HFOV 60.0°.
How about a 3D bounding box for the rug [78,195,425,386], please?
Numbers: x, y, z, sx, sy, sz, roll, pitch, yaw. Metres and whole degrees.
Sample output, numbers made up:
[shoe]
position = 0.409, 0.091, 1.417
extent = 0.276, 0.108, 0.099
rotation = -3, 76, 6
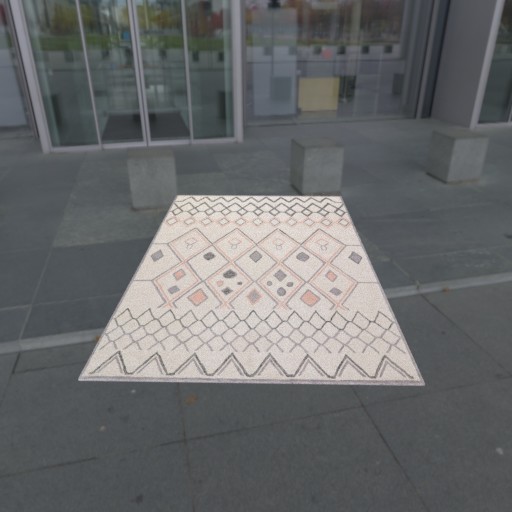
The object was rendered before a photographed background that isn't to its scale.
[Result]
[rug]
position = 0.000, 0.000, 3.025
extent = 1.524, 0.015, 2.438
rotation = 1, 27, 1
